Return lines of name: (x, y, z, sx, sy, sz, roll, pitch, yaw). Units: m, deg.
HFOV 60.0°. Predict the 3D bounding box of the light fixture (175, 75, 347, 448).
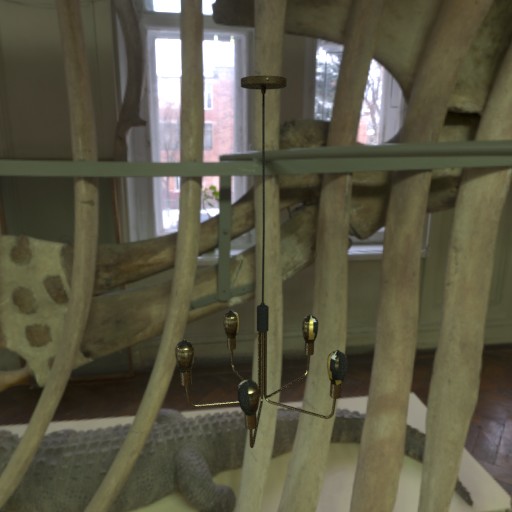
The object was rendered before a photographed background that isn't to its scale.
light fixture: (0.000, 0.000, 1.407, 0.532, 1.059, 0.588, -2, 14, -9)
